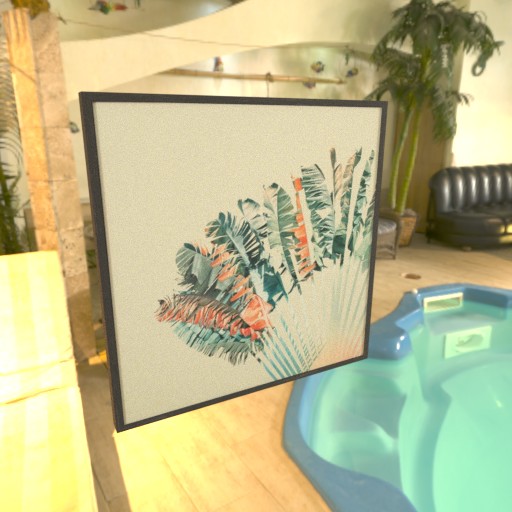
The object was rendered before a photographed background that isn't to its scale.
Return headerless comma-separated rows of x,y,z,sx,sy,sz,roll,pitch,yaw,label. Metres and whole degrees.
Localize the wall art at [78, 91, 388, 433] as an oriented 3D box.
0.000,0.000,1.125,0.762,0.758,0.043,-8,18,-26,wall art
